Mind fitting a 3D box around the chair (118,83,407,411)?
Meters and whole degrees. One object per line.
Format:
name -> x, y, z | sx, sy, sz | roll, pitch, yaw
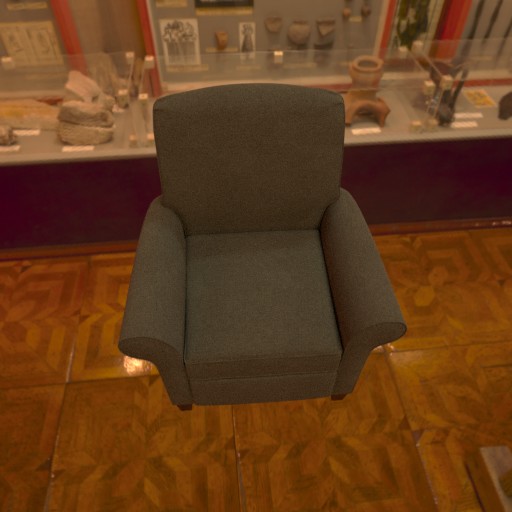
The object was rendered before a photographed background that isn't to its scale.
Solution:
chair -> 0.000, 0.000, 1.825 | 0.978, 1.061, 0.905 | -3, 48, -3
